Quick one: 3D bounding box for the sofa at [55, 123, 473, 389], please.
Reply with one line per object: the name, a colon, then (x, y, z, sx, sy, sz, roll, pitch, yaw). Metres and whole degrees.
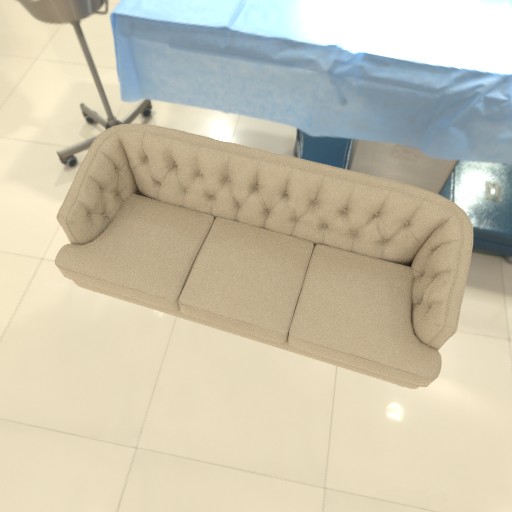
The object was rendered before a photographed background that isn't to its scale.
sofa: (0.000, 0.000, 2.708, 2.278, 0.855, 0.941, 15, 60, 9)
